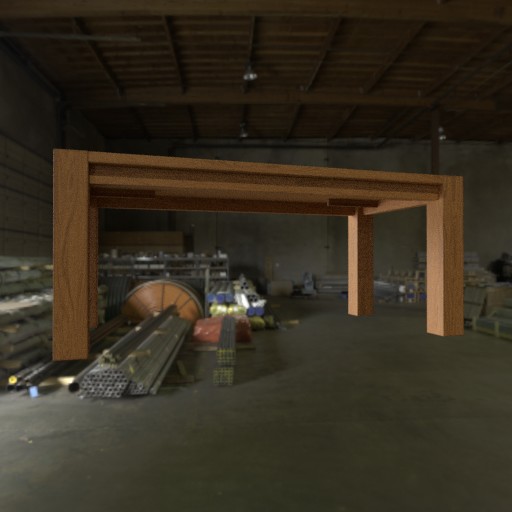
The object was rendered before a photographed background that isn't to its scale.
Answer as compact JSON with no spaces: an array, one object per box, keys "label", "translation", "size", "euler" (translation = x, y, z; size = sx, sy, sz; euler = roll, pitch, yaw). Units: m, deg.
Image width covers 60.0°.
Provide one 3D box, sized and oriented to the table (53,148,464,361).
[{"label":"table","translation":[0.000,0.000,2.281],"size":[1.800,0.760,0.900],"euler":[0,0,-17]}]
